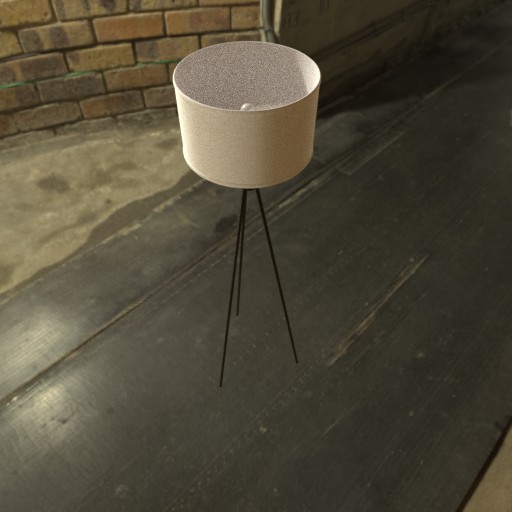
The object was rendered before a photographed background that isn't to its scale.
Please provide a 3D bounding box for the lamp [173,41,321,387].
[{"bbox_3d":[0.000,0.000,1.808,0.458,1.545,0.448,4,49,4],"label":"lamp"}]
